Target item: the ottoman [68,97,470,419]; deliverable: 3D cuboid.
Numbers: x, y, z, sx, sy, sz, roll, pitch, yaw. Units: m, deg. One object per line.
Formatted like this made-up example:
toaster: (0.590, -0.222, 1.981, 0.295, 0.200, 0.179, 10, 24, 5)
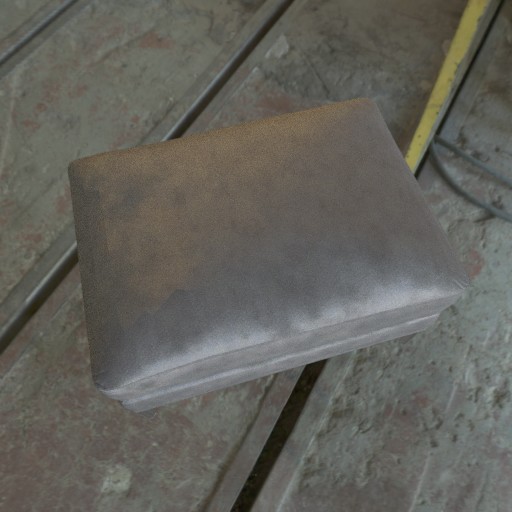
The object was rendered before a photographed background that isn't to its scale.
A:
ottoman: (0.000, 0.000, 1.040, 0.719, 0.456, 0.520, -14, 65, -7)
